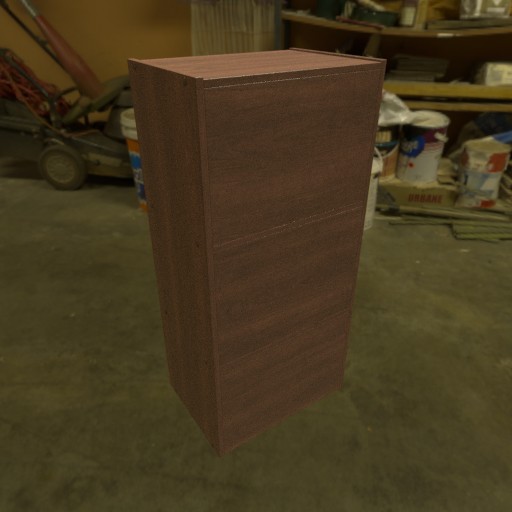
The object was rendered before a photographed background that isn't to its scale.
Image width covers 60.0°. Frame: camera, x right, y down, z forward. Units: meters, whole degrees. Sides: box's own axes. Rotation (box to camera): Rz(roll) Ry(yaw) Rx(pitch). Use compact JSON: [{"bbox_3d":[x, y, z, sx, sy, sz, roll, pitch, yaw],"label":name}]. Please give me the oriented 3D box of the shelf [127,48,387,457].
[{"bbox_3d":[0.000,0.000,1.077,0.414,0.879,0.290,-19,35,-29],"label":"shelf"}]
